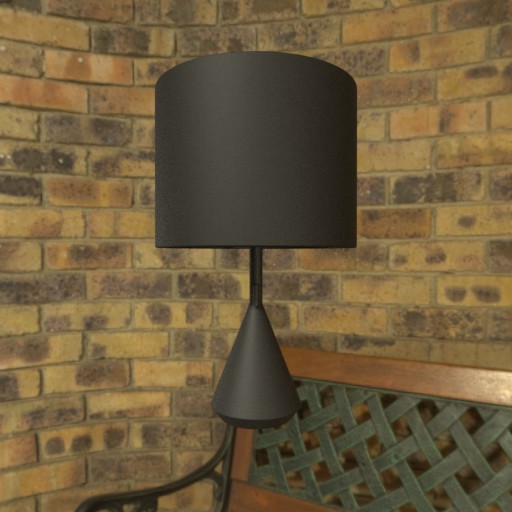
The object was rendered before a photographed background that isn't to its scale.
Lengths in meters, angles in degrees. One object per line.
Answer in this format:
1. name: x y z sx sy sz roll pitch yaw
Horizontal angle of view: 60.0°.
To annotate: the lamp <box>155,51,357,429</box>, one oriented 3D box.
1. lamp: 0.000 0.000 0.808 0.359 0.584 0.359 0 0 0
